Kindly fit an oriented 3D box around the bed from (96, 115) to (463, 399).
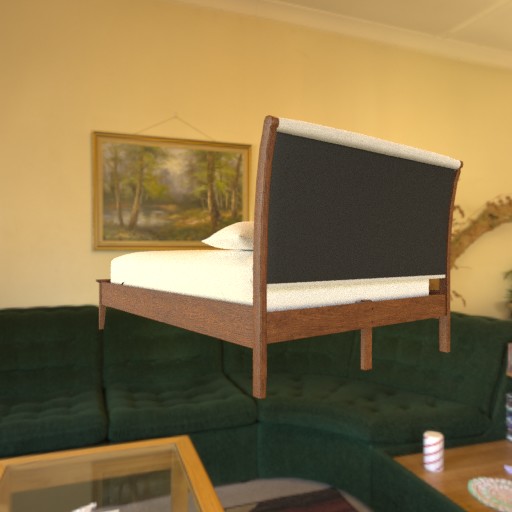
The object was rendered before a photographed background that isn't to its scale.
[{"bbox_3d":[0.000,0.000,3.283,1.612,1.250,2.380,0,0,-37],"label":"bed"}]
